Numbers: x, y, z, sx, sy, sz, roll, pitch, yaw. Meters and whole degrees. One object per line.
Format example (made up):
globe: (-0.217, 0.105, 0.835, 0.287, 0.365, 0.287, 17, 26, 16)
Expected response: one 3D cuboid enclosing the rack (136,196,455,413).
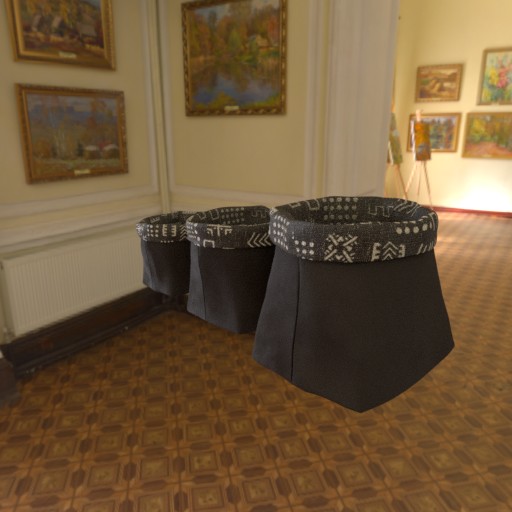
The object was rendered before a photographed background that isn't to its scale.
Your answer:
rack: (0.000, 0.000, 1.116, 0.379, 0.323, 0.905, -15, 22, -42)
